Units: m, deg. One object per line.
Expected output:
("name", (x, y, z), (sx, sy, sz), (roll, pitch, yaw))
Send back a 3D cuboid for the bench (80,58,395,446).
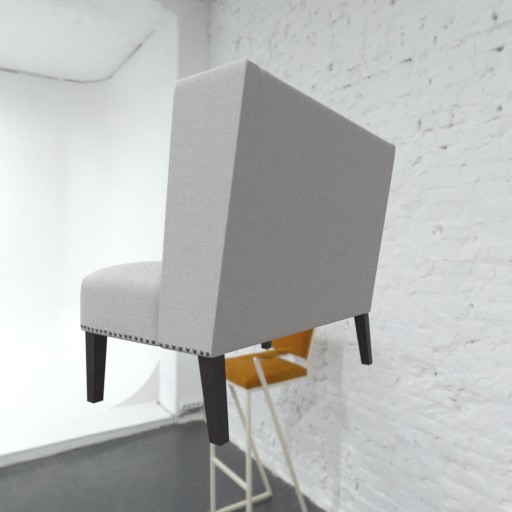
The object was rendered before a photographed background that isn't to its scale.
("bench", (0.000, 0.000, 1.989), (0.847, 1.123, 1.280), (0, 1, 36))
